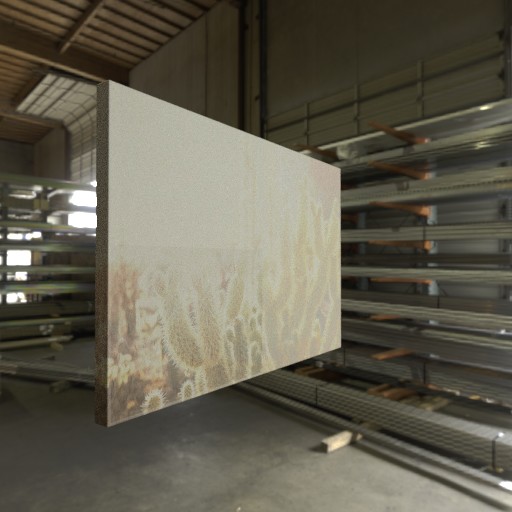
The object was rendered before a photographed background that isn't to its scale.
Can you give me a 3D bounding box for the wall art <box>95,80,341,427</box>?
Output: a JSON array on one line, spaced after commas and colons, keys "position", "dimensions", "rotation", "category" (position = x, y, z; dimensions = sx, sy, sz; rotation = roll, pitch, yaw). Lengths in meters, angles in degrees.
[{"position": [0.000, 0.000, 1.152], "dimensions": [0.040, 0.608, 0.916], "rotation": [-1, -1, 37], "category": "wall art"}]
